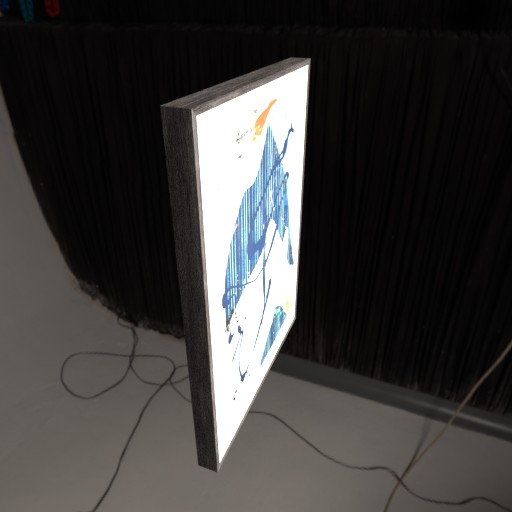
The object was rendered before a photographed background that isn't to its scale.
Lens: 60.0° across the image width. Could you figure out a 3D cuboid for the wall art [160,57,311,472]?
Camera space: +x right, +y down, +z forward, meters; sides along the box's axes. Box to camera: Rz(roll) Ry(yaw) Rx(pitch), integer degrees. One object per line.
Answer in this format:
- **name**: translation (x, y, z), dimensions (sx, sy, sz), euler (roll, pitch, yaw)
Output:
- **wall art**: translation (0.000, 0.000, 1.334), dimensions (0.063, 1.016, 0.762), euler (11, 32, 18)
